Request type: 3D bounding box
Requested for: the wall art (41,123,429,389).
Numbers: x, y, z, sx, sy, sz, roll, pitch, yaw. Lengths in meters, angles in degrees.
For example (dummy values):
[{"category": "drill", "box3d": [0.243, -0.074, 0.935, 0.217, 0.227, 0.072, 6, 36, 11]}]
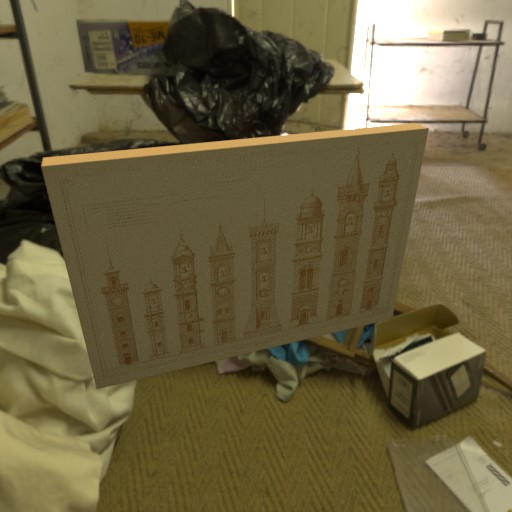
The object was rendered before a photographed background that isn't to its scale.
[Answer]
[{"category": "wall art", "box3d": [0.000, 0.000, 0.785, 0.609, 0.407, 0.039, -10, 31, -17]}]
